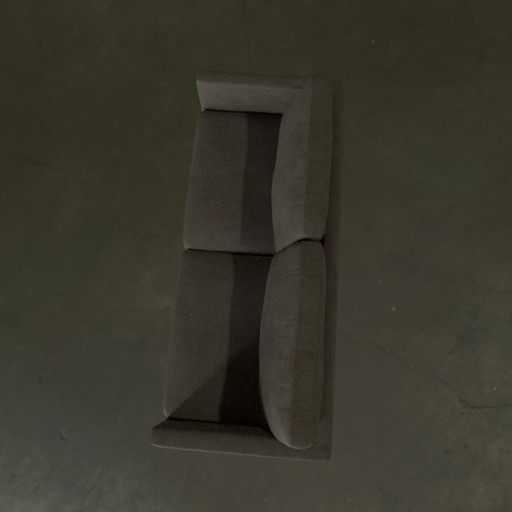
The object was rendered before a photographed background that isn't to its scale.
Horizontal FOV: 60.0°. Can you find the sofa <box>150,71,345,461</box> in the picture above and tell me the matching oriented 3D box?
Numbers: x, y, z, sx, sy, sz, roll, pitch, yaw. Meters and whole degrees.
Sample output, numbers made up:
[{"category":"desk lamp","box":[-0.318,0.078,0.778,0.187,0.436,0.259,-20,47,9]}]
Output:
[{"category":"sofa","box":[0.000,0.000,2.744,0.951,0.965,2.208,5,77,1]}]
